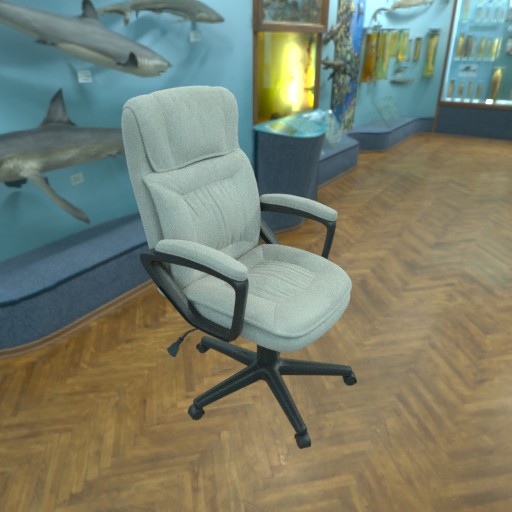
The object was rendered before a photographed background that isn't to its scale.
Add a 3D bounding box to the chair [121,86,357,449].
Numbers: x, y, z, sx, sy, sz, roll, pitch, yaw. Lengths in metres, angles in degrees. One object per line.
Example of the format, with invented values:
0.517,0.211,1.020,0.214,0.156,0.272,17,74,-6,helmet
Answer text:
0.000,0.000,1.587,0.724,1.105,0.667,17,31,31,chair
